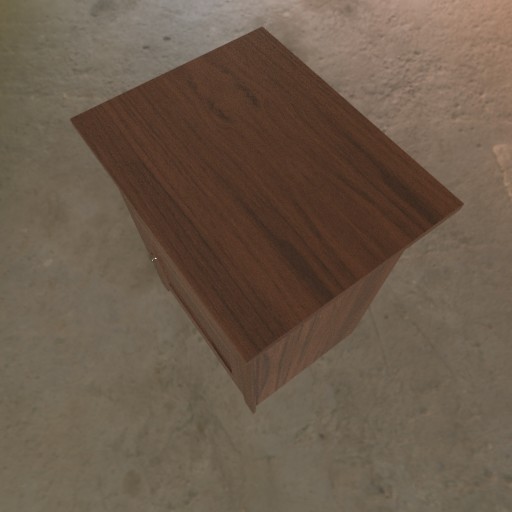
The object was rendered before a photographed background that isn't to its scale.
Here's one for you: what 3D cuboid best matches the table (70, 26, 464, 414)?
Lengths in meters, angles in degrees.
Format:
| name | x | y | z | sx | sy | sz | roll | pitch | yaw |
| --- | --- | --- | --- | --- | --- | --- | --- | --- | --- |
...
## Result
| name | x | y | z | sx | sy | sz | roll | pitch | yaw |
| --- | --- | --- | --- | --- | --- | --- | --- | --- | --- |
| table | 0.000 | 0.000 | 0.947 | 0.381 | 0.636 | 0.480 | -33 | 67 | -16 |
